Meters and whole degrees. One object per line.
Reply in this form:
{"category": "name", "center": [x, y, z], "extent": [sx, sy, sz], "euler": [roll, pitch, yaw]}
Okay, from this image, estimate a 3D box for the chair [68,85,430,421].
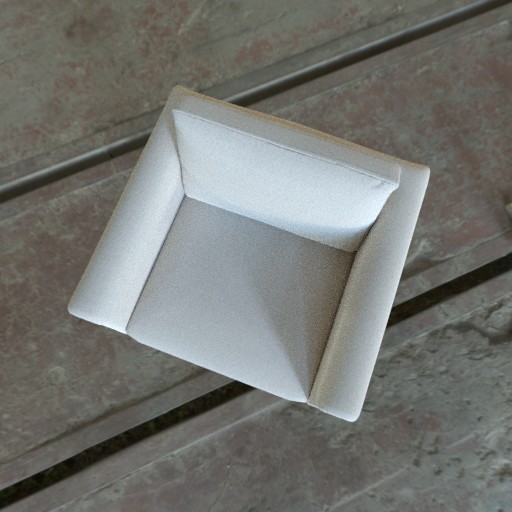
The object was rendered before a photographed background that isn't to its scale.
{"category": "chair", "center": [0.000, 0.000, 1.677], "extent": [0.982, 0.915, 0.896], "euler": [20, 76, 5]}
